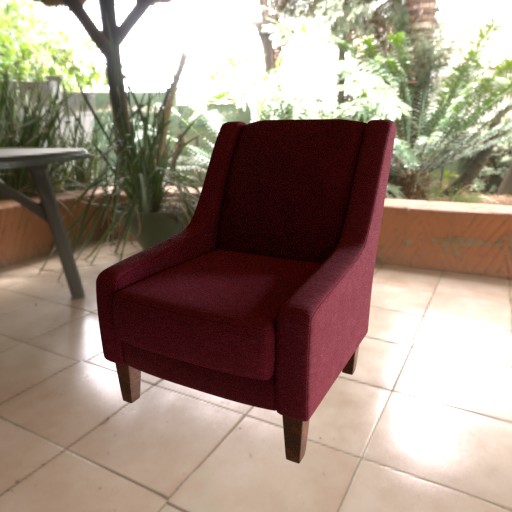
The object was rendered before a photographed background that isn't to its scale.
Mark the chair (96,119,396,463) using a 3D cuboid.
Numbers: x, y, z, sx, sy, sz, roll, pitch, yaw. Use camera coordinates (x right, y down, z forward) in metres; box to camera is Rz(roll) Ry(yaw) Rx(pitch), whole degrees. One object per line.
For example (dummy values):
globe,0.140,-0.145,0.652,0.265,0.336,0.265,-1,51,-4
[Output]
chair,0.000,0.000,1.690,0.793,1.017,0.985,8,17,27
